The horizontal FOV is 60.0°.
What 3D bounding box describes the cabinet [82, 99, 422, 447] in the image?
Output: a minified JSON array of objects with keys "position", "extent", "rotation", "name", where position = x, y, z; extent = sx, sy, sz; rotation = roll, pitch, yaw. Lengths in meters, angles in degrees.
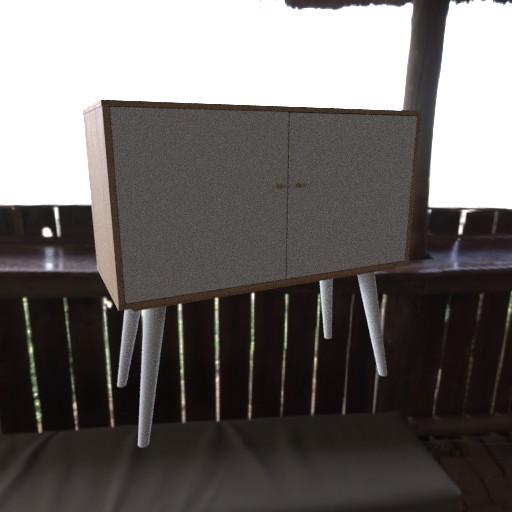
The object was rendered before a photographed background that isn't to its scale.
[{"position":[0.000,0.000,1.623],"extent":[1.057,1.016,0.470],"rotation":[-7,16,-25],"name":"cabinet"}]
